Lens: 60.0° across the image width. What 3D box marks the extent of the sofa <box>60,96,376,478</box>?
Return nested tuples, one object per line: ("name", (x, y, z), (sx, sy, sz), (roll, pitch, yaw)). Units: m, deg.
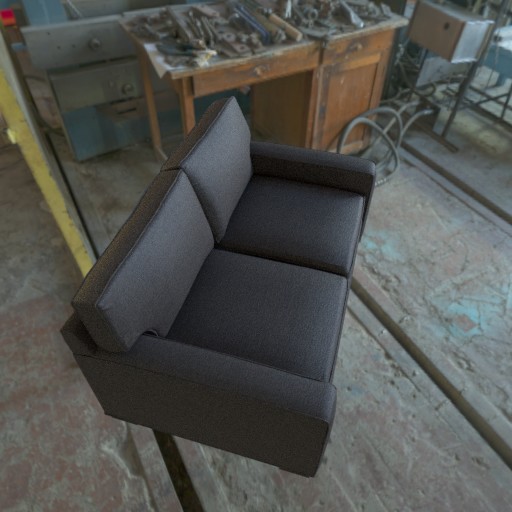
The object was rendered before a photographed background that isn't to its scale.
("sofa", (0.000, 0.000, 2.107), (0.974, 0.887, 1.534), (12, 47, 11))
